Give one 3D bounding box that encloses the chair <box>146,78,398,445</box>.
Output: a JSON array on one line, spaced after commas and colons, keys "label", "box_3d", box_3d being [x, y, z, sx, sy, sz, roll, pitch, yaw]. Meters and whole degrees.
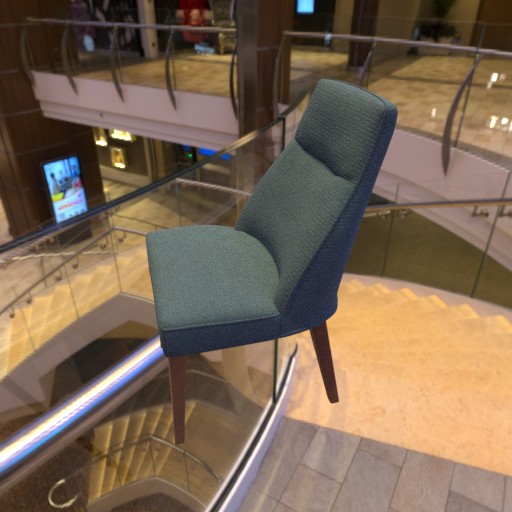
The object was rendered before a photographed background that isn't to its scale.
[{"label": "chair", "box_3d": [0.000, 0.000, 1.314, 0.620, 0.930, 0.500, -8, 32, -14]}]
